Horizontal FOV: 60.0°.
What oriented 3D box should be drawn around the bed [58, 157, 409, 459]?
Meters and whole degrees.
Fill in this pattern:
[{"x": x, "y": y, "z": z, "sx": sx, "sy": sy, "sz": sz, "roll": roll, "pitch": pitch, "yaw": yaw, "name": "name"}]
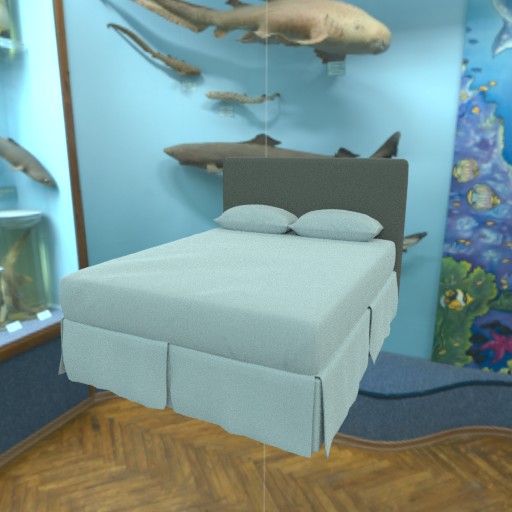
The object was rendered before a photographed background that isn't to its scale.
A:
[{"x": 0.000, "y": 0.000, "z": 3.139, "sx": 1.748, "sy": 1.330, "sz": 2.142, "roll": 7, "pitch": 15, "yaw": 26, "name": "bed"}]
